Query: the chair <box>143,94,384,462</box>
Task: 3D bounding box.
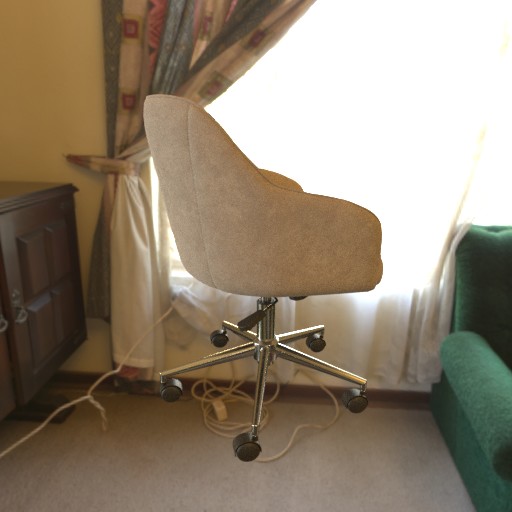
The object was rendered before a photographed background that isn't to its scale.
[{"bbox_3d":[0.000,0.000,1.244,0.573,0.831,0.635,-3,16,-10],"label":"chair"}]
